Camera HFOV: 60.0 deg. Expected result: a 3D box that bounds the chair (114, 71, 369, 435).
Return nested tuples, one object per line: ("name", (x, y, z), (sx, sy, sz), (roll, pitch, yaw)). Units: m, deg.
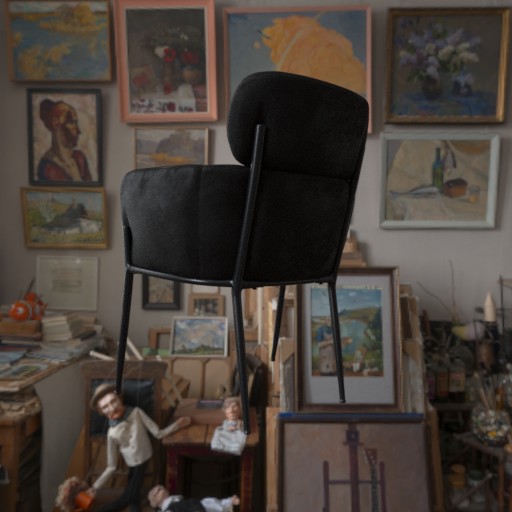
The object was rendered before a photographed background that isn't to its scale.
("chair", (0.000, 0.000, 1.269), (0.640, 0.818, 0.604), (-1, 2, -38))
